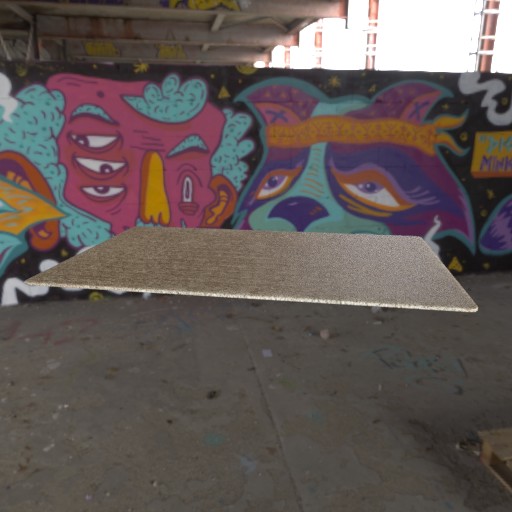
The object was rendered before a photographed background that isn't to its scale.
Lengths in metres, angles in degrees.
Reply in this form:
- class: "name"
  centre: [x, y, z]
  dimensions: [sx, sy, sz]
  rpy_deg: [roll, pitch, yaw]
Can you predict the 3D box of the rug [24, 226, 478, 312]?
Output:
- class: "rug"
  centre: [0.000, 0.000, 3.074]
  dimensions: [2.469, 0.024, 1.539]
  rpy_deg: [3, 16, 9]
